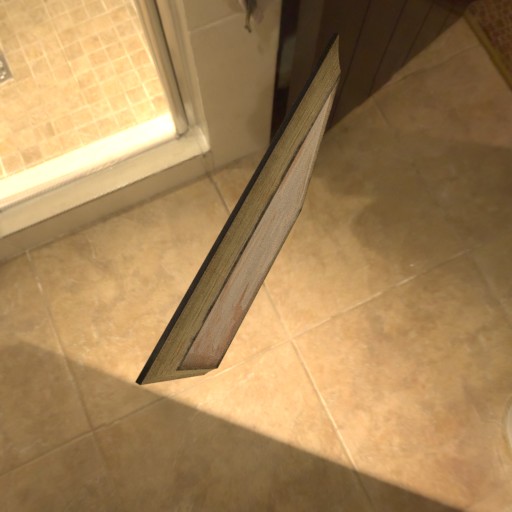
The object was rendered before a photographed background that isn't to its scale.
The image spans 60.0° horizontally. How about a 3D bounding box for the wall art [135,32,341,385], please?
[{"bbox_3d":[0.000,0.000,0.622,0.023,0.457,0.381,27,78,6],"label":"wall art"}]
